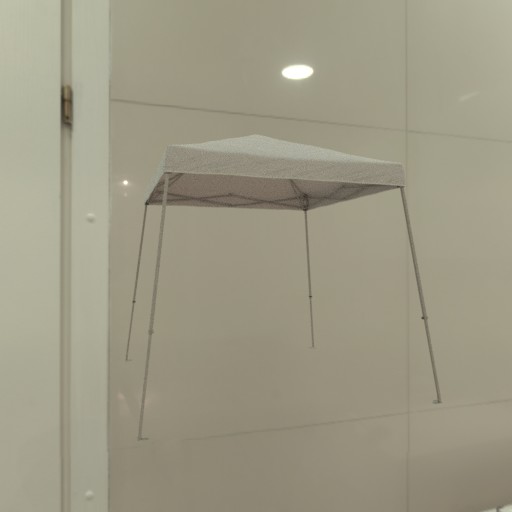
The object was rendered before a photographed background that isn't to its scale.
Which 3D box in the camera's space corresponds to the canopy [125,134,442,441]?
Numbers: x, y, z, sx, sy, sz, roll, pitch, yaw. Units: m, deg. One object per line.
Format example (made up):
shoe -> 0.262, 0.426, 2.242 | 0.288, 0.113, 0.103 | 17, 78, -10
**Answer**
canopy -> 0.000, 0.000, 5.191 | 2.849, 2.849, 2.848 | 0, 0, -18
